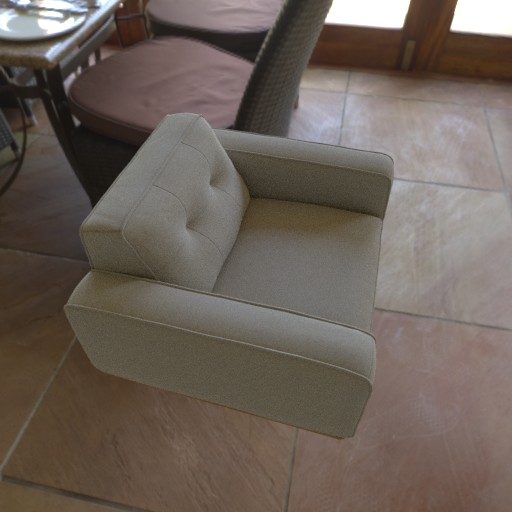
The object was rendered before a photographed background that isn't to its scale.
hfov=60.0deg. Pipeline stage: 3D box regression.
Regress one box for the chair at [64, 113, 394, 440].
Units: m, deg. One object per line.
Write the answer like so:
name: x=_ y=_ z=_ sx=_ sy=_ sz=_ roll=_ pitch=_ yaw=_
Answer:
chair: x=0.000 y=0.000 z=1.739 sx=0.953 sy=0.779 sz=1.115 roll=11 pitch=48 yaw=10
